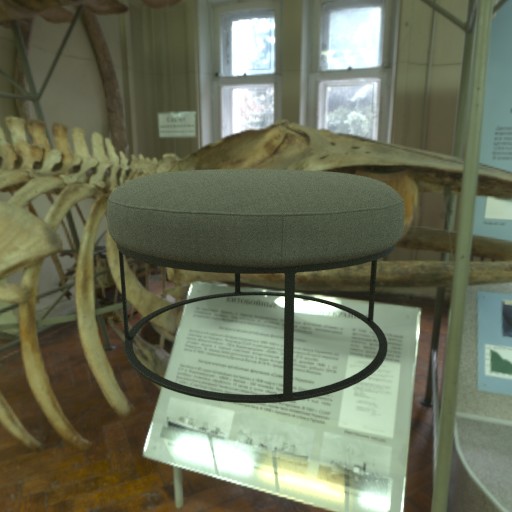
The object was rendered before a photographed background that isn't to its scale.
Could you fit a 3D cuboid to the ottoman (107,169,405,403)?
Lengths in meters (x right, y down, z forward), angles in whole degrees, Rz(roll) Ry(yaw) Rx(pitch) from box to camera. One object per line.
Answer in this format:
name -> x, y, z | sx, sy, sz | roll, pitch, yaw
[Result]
ottoman -> 0.000, 0.000, 1.229 | 0.772, 0.460, 0.772 | 0, 13, 0
